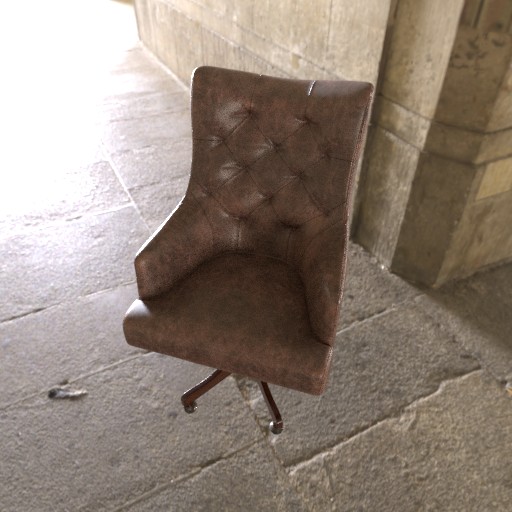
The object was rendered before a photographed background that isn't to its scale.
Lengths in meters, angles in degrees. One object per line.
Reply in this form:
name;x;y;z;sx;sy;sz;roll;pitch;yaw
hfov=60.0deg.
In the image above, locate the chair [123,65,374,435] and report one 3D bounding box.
chair;0.000;0.000;1.497;0.641;1.035;0.762;11;41;13
